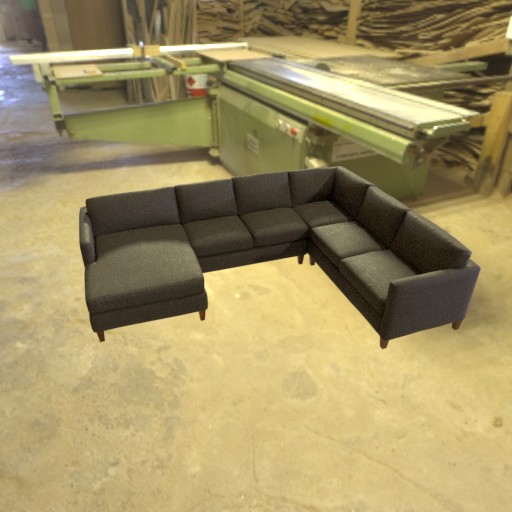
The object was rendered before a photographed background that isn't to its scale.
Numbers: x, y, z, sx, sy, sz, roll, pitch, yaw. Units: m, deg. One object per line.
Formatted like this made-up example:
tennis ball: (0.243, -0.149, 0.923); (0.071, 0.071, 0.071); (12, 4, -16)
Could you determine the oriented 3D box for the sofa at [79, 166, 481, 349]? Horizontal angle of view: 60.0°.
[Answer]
sofa: (0.000, 0.000, 4.668); (3.460, 0.961, 2.594); (-10, 32, -16)
